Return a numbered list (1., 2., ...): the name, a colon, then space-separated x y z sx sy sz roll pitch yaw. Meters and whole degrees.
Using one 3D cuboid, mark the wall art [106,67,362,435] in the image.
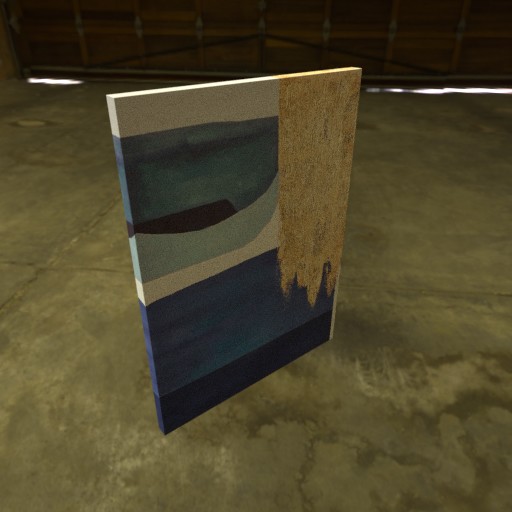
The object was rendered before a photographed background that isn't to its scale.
1. wall art: 0.000 0.000 0.821 0.458 0.613 0.026 -21 36 -33
